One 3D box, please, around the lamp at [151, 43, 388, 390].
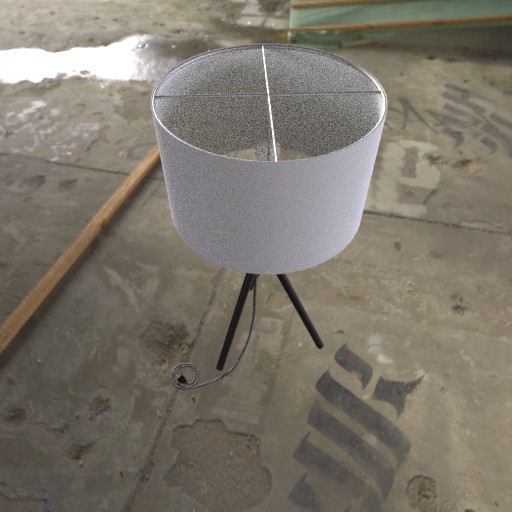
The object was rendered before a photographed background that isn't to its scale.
[{"bbox_3d":[0.000,0.000,0.901,0.353,0.674,0.422,27,53,22],"label":"lamp"}]
